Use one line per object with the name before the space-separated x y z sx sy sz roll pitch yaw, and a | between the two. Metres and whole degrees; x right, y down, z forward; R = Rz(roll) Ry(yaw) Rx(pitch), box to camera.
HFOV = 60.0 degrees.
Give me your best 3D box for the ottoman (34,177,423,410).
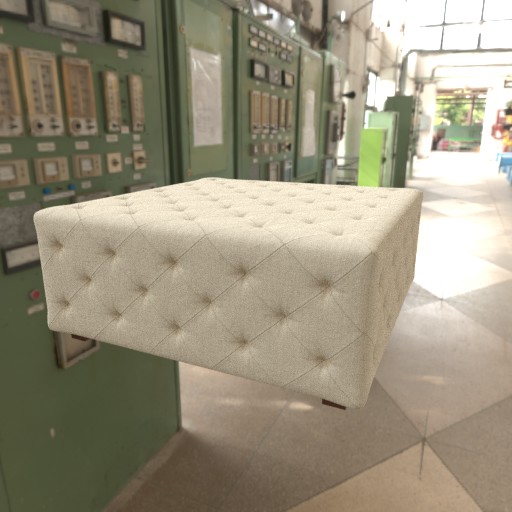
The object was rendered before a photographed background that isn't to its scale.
ottoman | 0.000 0.000 1.620 1.028 0.439 1.028 7 18 24
